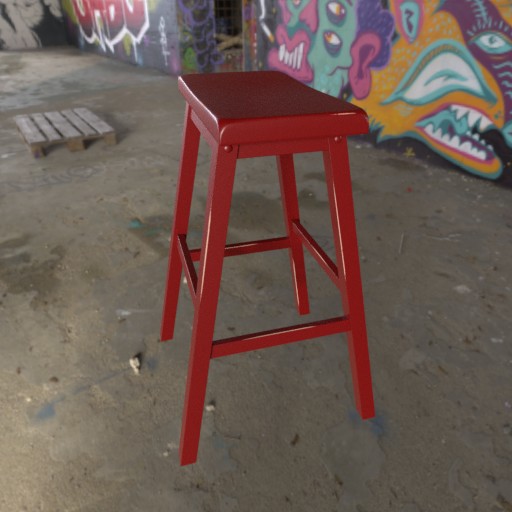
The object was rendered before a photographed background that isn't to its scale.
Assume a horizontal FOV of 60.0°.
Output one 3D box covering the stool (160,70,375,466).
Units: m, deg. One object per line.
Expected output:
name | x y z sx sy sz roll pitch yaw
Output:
stool | 0.000 0.000 1.029 0.476 0.737 0.457 -8 32 -14
